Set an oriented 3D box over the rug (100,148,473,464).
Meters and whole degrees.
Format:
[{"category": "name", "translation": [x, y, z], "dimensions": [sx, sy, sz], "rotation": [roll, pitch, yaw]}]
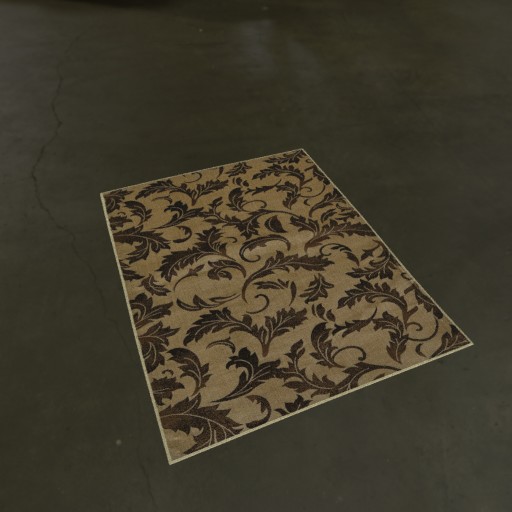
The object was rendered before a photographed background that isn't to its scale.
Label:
[{"category": "rug", "translation": [0.000, 0.000, 4.025], "dimensions": [2.380, 0.008, 2.977], "rotation": [-16, 47, -15]}]
